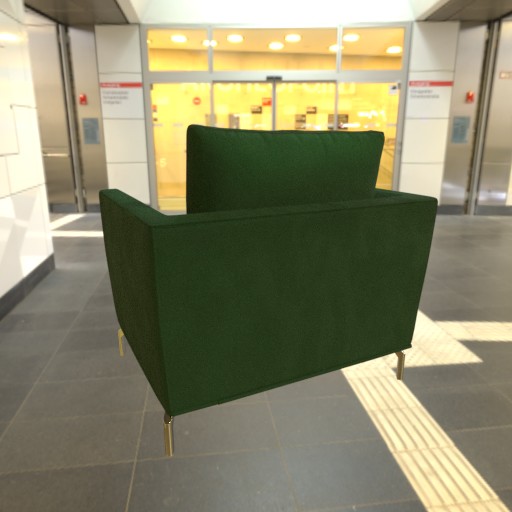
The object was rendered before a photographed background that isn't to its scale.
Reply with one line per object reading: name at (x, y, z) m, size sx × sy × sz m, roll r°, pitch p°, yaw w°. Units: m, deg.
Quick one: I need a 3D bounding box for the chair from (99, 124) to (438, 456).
chair at (0.000, 0.000, 1.772) m, size 1.047 × 0.997 × 0.852 m, roll -8°, pitch 17°, yaw -26°
